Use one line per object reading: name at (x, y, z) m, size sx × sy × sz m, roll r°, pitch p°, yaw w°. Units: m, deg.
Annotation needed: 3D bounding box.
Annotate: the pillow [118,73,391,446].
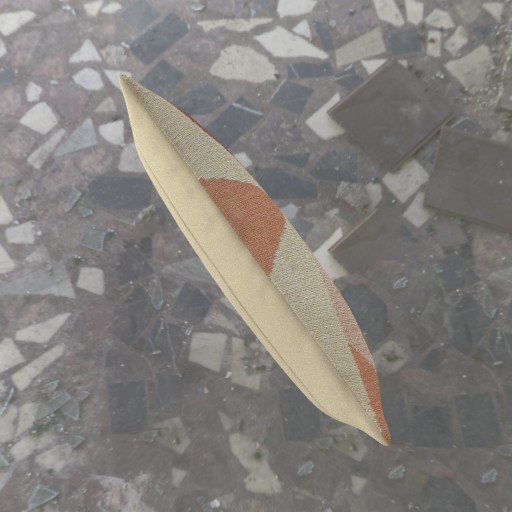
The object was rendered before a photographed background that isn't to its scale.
pillow at (0.000, 0.000, 0.712) m, size 0.155 × 0.292 × 0.609 m, roll -35°, pitch 79°, yaw -8°
